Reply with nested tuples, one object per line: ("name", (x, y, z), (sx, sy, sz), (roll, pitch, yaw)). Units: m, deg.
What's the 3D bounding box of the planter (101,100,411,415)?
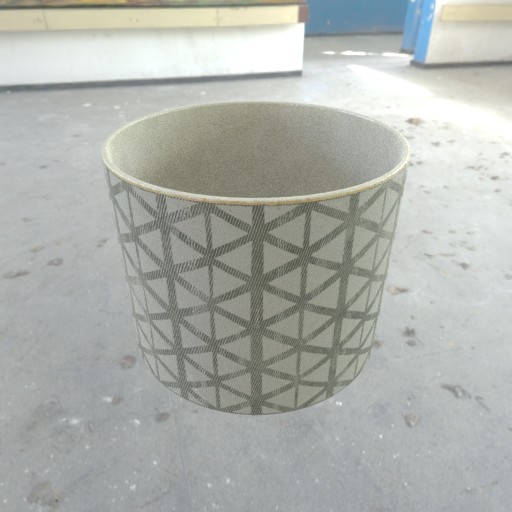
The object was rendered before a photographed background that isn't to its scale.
("planter", (0.000, 0.000, 0.436), (0.250, 0.239, 0.250), (0, 33, 0))
